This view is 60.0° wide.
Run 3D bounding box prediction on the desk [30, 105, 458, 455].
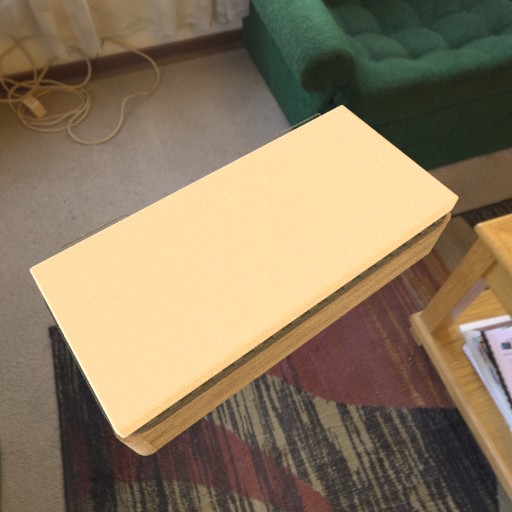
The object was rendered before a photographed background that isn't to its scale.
[{"bbox_3d":[0.000,0.000,2.240,1.900,0.455,0.900,-32,63,-18],"label":"desk"}]
